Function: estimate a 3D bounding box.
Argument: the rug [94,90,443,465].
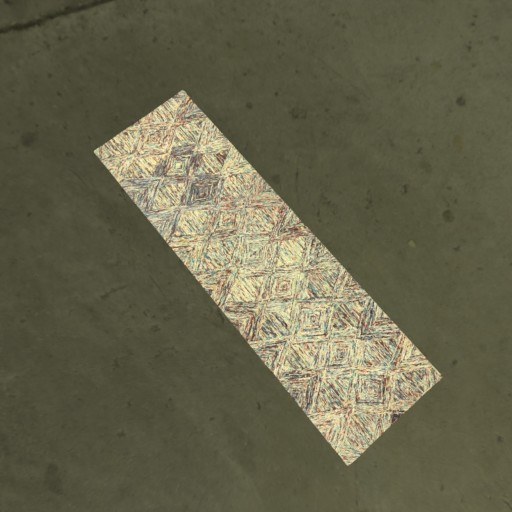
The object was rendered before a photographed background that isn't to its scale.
[{"bbox_3d":[0.000,0.000,2.529,0.688,0.015,2.292,-38,78,-10],"label":"rug"}]
